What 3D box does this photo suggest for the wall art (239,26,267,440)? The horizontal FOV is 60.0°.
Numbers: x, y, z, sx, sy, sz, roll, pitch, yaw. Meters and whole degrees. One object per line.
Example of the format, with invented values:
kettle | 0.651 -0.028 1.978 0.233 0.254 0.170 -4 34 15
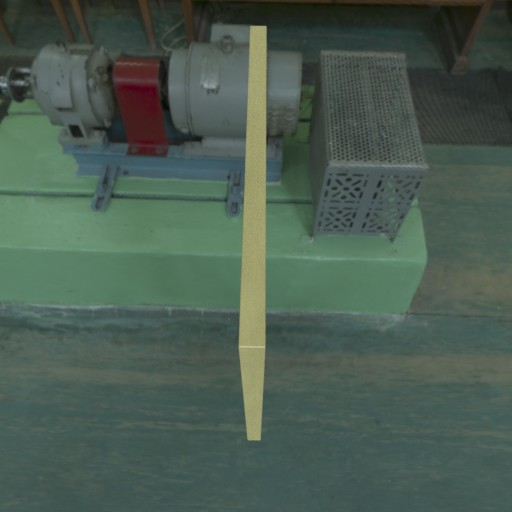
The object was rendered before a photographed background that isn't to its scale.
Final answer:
wall art | 0.000 0.000 1.135 0.037 0.763 0.763 1 58 0
